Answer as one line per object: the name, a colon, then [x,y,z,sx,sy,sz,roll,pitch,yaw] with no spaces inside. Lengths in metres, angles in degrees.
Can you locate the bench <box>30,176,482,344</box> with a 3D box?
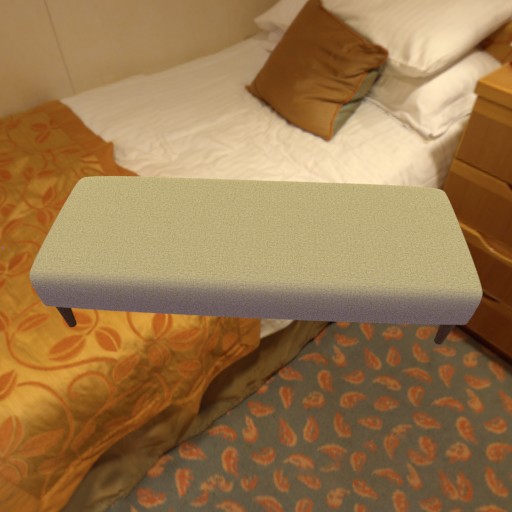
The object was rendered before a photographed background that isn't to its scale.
bench: [0.000,0.000,1.852,1.598,0.383,0.631,2,47,2]
